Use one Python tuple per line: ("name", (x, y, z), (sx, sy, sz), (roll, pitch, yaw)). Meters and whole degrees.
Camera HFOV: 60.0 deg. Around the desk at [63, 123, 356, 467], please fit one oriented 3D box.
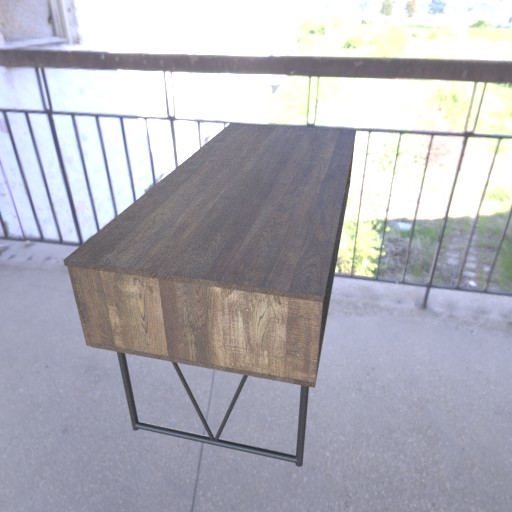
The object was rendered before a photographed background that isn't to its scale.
("desk", (0.000, 0.000, 2.008), (0.730, 0.780, 1.600), (7, 31, 12))
